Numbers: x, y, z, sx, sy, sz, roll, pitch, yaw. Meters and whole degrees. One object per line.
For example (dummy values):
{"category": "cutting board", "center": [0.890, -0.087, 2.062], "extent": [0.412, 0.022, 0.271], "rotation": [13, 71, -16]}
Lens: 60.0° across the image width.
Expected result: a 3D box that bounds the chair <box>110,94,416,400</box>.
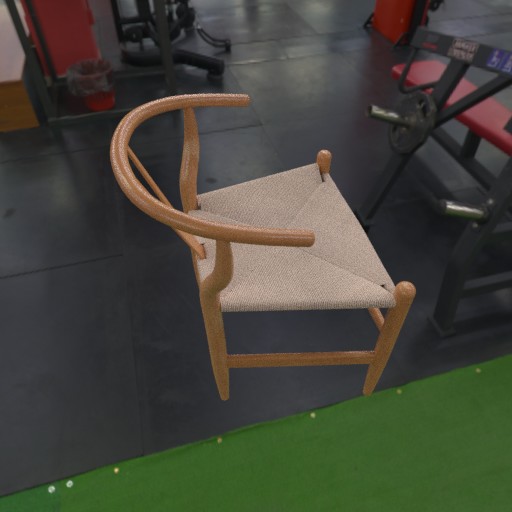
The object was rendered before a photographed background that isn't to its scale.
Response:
{"category": "chair", "center": [0.000, 0.000, 1.155], "extent": [0.579, 0.730, 0.569], "rotation": [-10, 47, -9]}
